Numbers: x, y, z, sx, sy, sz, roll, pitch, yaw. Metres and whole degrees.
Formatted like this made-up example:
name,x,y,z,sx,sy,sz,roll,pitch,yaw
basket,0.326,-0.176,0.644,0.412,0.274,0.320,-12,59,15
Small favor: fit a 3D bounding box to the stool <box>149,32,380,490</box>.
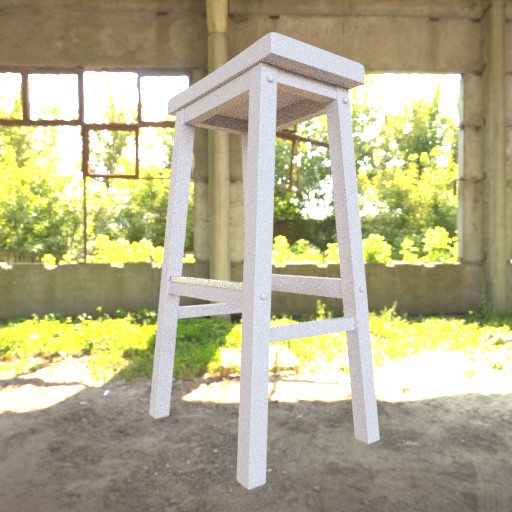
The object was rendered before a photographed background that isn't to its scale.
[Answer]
name,x,y,z,sx,sy,sz,roll,pitch,yaw
stool,0.000,0.000,0.959,0.322,0.742,0.406,0,1,-36
